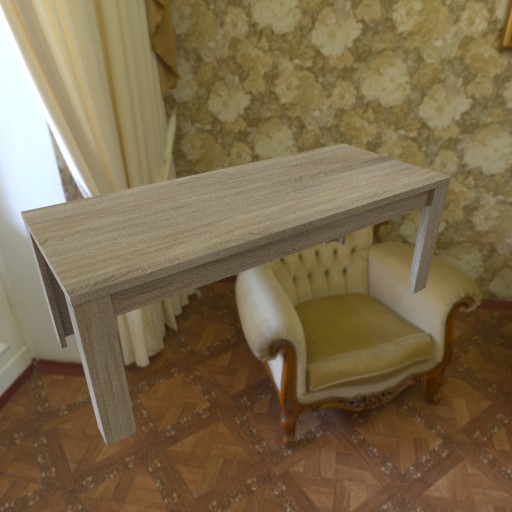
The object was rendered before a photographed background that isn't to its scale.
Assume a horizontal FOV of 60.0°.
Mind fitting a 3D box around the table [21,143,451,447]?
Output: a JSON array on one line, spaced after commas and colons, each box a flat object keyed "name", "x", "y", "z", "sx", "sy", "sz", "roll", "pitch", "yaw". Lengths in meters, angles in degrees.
[{"name": "table", "x": 0.000, "y": 0.000, "z": 2.602, "sx": 2.200, "sy": 0.790, "sz": 0.900, "roll": -19, "pitch": 34, "yaw": -30}]
